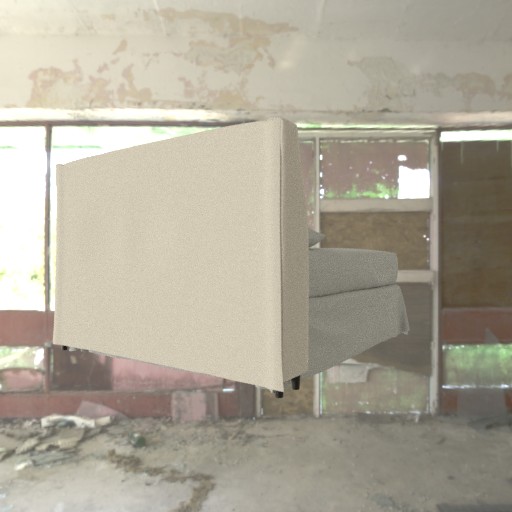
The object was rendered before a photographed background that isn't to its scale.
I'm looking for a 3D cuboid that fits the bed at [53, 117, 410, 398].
[{"bbox_3d":[0.000,0.000,3.496,1.925,1.332,2.276,0,0,35],"label":"bed"}]
